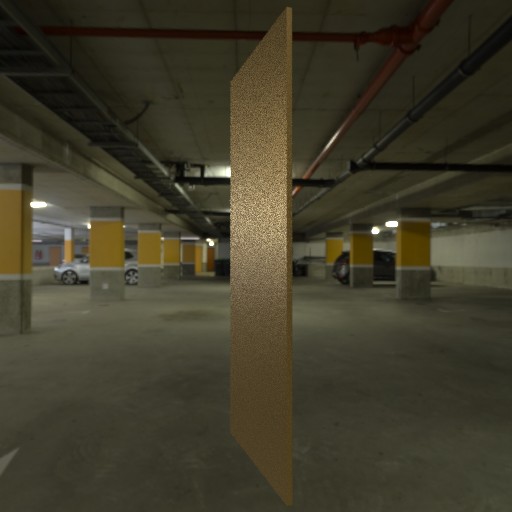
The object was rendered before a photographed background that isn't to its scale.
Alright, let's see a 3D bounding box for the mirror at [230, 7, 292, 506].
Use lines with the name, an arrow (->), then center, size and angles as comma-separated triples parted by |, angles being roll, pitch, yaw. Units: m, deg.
mirror -> 0.000, 0.000, 2.191 | 0.025, 2.031, 0.812 | 0, -1, -20
